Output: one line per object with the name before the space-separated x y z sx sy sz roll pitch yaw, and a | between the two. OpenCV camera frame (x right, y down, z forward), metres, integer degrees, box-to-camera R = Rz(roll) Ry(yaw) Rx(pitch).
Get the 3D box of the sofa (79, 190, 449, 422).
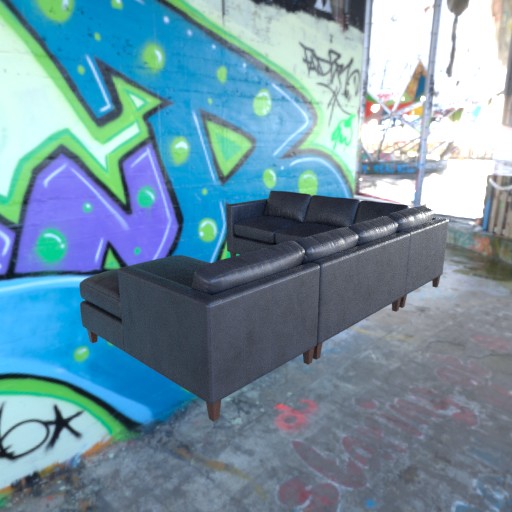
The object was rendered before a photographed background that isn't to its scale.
sofa | 0.000 0.000 4.369 2.452 0.891 3.324 14 21 41
